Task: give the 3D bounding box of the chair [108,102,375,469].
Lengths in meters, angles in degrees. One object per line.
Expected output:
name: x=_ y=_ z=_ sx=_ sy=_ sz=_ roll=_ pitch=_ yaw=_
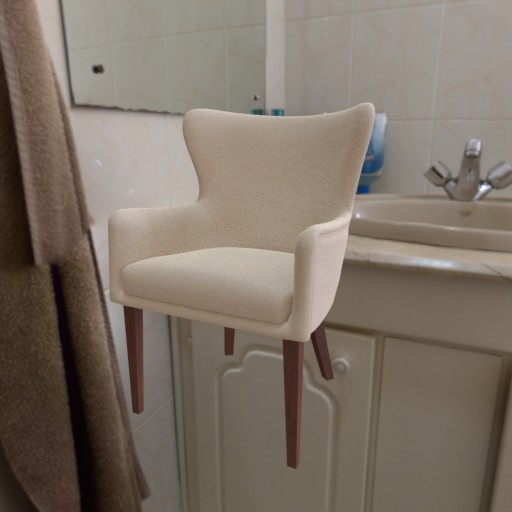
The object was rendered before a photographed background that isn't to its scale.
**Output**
chair: x=0.000 y=0.000 z=1.509 sx=0.696 sy=0.990 sz=0.744 roll=7 pitch=16 yaw=26
